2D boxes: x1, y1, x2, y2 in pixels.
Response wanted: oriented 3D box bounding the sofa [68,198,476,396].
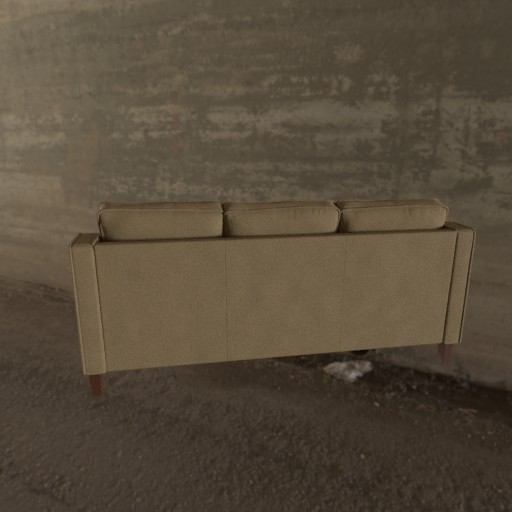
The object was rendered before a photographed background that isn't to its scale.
[{"bbox_3d":[0.000,0.000,3.387,2.317,1.066,1.858,-3,15,-10],"label":"sofa"}]
